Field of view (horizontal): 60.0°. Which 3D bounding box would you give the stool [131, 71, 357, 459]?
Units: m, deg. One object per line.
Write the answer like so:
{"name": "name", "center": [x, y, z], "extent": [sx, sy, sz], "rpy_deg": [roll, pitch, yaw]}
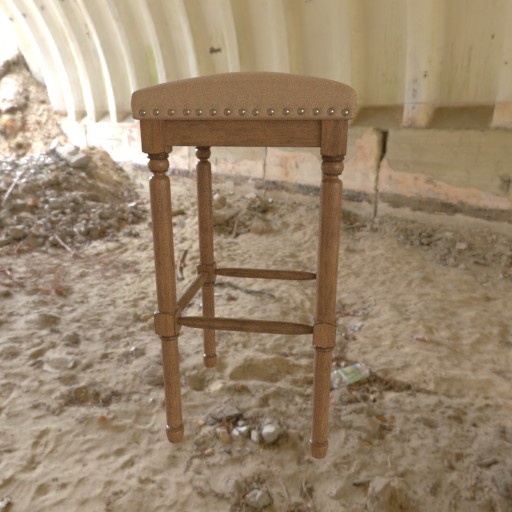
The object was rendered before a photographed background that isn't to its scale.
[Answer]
{"name": "stool", "center": [0.000, 0.000, 1.001], "extent": [0.383, 0.768, 0.382], "rpy_deg": [3, 17, 8]}
